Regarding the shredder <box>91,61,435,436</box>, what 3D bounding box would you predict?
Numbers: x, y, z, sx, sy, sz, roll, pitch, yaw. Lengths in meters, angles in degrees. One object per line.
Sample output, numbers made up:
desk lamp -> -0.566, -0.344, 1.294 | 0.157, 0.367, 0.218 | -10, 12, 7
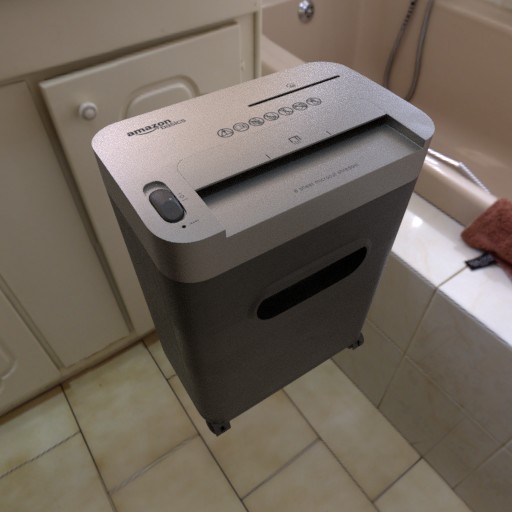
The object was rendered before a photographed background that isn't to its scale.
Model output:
shredder -> 0.000, 0.000, 0.603 | 0.311, 0.419, 0.237 | -26, 53, -21
